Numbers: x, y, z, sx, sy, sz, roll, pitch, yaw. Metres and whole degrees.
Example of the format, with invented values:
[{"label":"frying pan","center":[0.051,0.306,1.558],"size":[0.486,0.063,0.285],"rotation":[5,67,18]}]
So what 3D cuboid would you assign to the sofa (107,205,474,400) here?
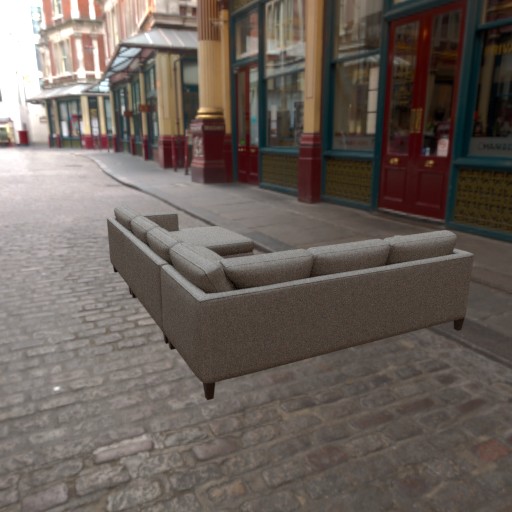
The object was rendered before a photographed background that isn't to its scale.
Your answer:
[{"label":"sofa","center":[0.000,0.000,4.759],"size":[2.551,0.889,3.403],"rotation":[-7,16,-26]}]
